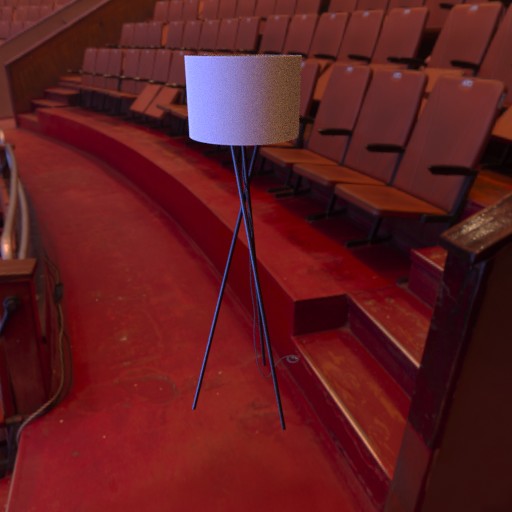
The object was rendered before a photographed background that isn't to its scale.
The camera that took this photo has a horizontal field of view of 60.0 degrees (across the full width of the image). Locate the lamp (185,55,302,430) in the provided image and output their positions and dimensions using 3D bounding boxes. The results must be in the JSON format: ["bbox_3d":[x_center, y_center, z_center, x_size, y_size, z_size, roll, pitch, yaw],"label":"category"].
[{"bbox_3d":[0.000,0.000,1.971,0.667,1.624,0.522,-8,26,-16],"label":"lamp"}]
